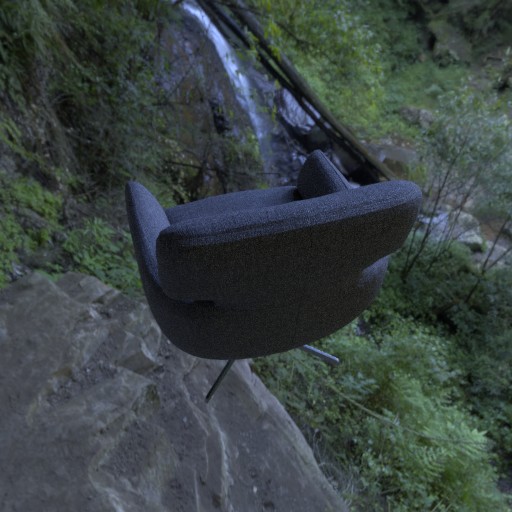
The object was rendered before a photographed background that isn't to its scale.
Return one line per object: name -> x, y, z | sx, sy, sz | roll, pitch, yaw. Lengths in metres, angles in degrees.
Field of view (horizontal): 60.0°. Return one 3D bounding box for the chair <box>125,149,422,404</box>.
chair -> 0.000, 0.000, 1.367 | 0.706, 0.812, 0.715 | -12, 45, -13
